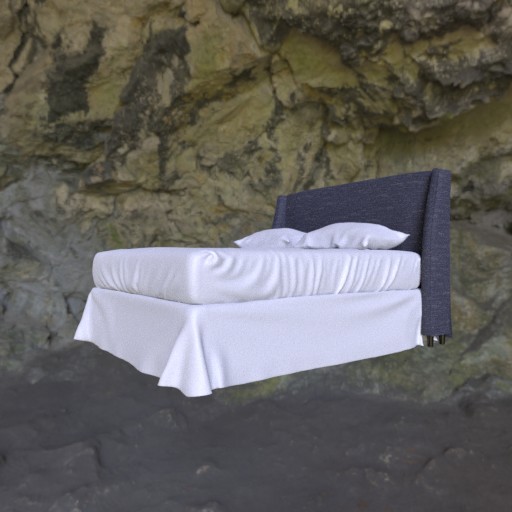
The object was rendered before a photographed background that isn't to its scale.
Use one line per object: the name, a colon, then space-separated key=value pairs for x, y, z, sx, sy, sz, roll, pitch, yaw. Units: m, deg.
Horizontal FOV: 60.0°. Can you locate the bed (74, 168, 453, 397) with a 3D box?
bed: x=0.000 y=0.000 z=3.419 sx=2.276 sy=1.332 sz=1.925 roll=0 pitch=0 yaw=-36
